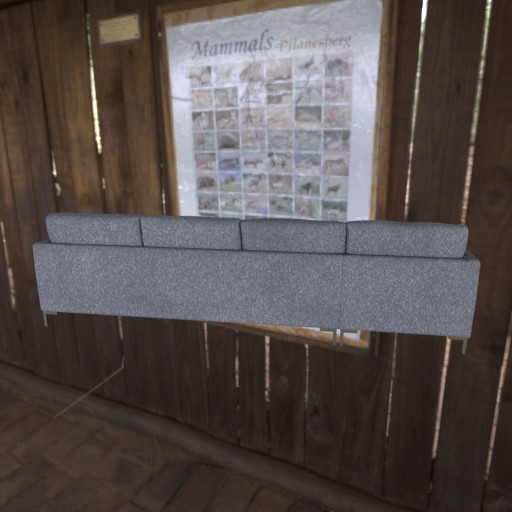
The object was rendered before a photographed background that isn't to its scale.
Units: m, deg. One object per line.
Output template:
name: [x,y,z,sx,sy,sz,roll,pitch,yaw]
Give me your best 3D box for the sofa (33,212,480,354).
sofa: [0.000,0.000,3.482,2.932,0.810,1.350,2,15,8]
